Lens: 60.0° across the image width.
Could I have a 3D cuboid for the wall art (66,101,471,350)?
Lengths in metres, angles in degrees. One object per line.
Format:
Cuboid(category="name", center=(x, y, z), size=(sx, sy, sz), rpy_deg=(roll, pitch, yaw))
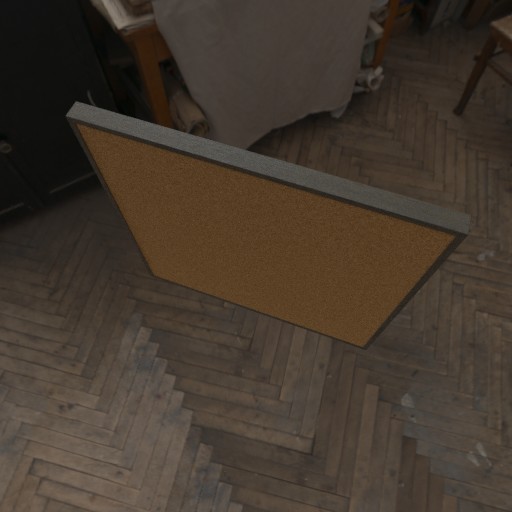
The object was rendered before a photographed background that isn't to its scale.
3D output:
Cuboid(category="wall art", center=(0.000, 0.000, 1.135), size=(0.758, 0.758, 0.039), rpy_deg=(18, 65, 9))
